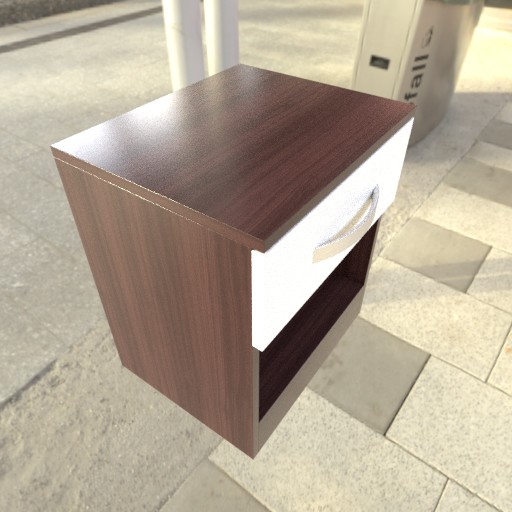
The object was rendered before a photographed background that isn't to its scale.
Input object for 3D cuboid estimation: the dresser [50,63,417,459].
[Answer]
[{"bbox_3d":[0.000,0.000,0.762,0.360,0.470,0.400,25,47,26],"label":"dresser"}]
